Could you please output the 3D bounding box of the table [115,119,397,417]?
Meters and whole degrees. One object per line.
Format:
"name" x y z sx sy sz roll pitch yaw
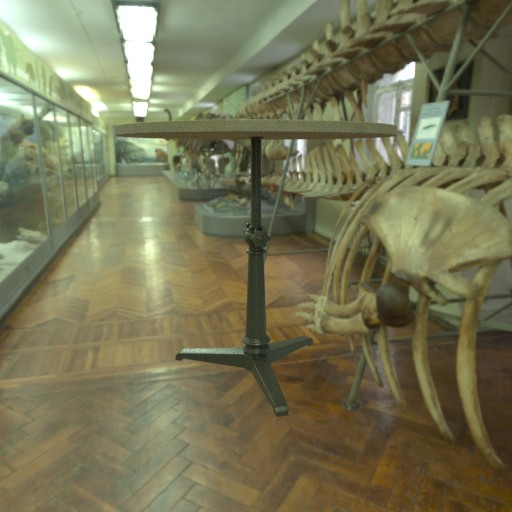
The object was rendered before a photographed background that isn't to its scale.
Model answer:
"table" 0.000 0.000 1.406 0.800 0.780 0.800 0 14 0
